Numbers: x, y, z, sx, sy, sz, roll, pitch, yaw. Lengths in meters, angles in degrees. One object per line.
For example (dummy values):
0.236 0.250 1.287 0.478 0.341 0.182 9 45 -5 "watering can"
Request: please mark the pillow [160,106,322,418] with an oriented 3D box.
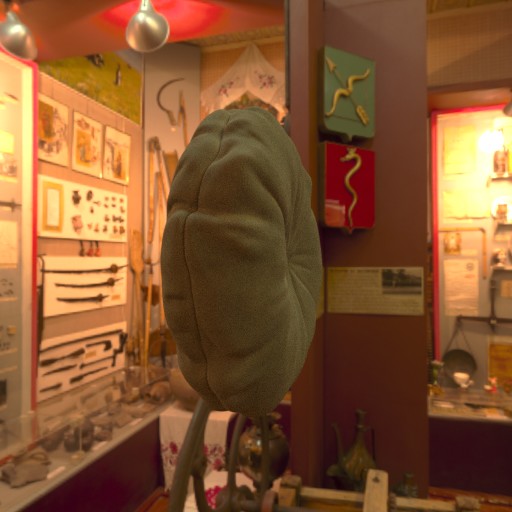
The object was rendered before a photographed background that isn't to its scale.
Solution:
0.000 0.000 0.638 0.148 0.407 0.428 0 -1 18 "pillow"
